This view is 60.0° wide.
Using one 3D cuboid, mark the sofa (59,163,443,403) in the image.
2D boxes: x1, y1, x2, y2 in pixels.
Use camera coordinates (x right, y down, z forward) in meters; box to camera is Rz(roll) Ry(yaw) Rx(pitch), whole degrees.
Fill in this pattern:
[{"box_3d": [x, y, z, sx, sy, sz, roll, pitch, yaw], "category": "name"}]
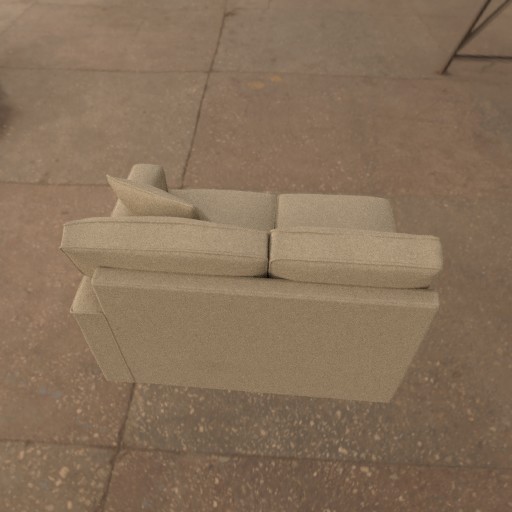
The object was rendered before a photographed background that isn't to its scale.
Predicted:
[{"box_3d": [0.000, 0.000, 2.105, 1.388, 0.989, 0.991, 4, 47, 3], "category": "sofa"}]
